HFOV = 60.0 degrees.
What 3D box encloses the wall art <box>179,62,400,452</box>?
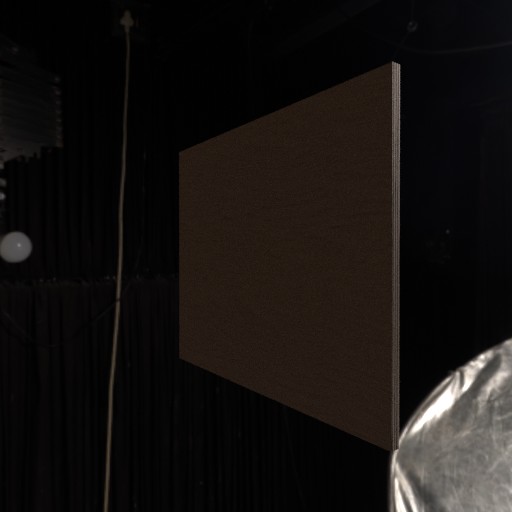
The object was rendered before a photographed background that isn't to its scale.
[{"bbox_3d":[0.000,0.000,0.672,0.013,0.406,0.508,0,1,-35],"label":"wall art"}]
